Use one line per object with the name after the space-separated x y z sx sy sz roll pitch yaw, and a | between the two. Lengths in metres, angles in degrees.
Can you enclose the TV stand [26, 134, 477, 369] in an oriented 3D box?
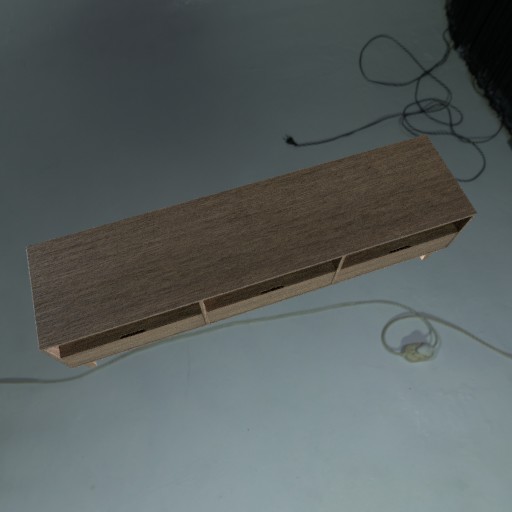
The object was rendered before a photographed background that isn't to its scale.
0.000 0.000 1.678 1.482 0.409 0.366 -17 65 -8 | TV stand
